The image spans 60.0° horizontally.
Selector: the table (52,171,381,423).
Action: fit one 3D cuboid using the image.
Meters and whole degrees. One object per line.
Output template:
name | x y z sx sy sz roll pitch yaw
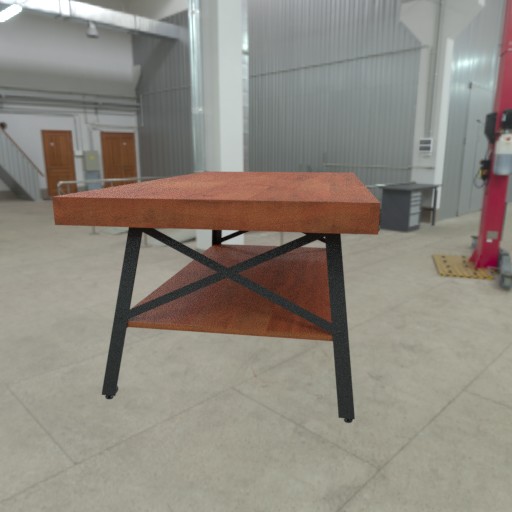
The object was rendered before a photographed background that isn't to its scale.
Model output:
table | 0.000 0.000 1.358 0.610 0.457 1.067 2 14 9
